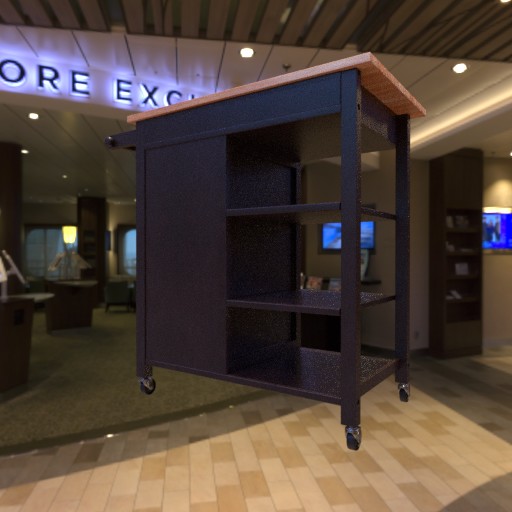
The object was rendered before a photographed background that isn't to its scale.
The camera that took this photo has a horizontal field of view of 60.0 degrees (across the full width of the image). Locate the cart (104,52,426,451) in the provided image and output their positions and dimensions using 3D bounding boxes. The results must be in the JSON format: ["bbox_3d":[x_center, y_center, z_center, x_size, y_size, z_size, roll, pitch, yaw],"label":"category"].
[{"bbox_3d":[0.000,0.000,1.400,0.914,0.878,0.472,0,1,35],"label":"cart"}]
